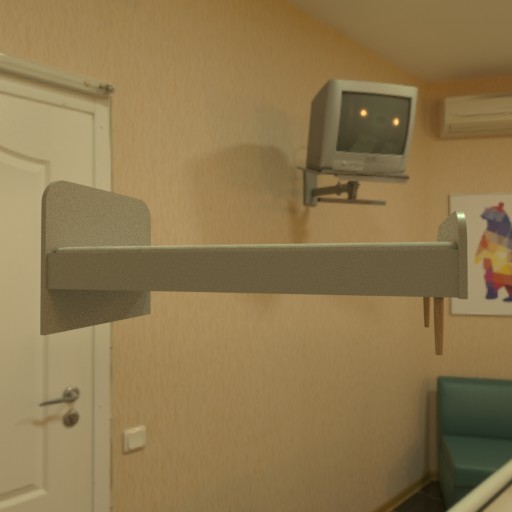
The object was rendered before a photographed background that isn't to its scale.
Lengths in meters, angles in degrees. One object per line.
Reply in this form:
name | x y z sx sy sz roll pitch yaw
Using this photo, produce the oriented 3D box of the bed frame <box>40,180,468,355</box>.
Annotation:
bed frame | 0.000 0.000 2.413 1.963 0.805 0.998 0 -1 18
